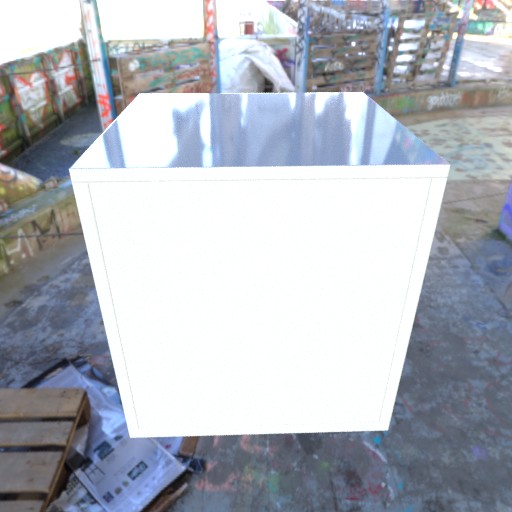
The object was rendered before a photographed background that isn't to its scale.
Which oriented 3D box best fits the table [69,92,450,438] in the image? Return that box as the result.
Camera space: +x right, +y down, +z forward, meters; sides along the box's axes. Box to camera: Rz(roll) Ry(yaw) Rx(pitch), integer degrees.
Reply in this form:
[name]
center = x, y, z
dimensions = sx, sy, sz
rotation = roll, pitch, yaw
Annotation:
[table]
center = 0.000, 0.000, 0.779
dimensions = 0.420, 0.470, 0.400
rotation = -1, 31, -2
